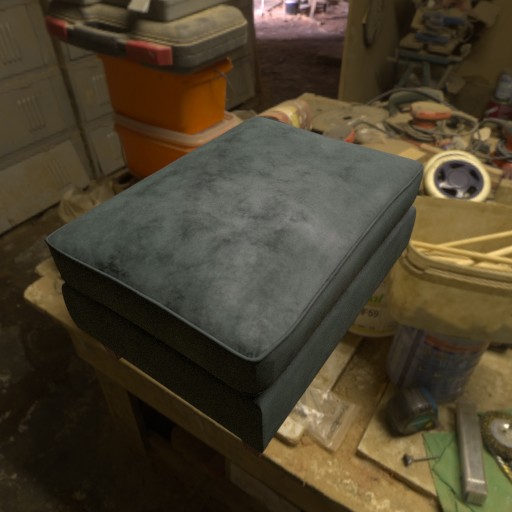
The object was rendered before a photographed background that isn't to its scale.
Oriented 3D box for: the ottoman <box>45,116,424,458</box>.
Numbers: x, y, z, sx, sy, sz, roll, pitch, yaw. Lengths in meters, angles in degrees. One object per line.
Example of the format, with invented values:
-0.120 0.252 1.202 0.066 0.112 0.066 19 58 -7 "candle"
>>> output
0.000 0.000 1.261 0.632 0.495 0.864 24 46 26 "ottoman"
